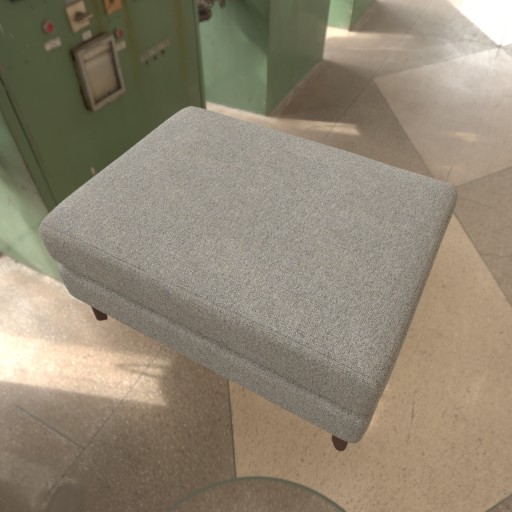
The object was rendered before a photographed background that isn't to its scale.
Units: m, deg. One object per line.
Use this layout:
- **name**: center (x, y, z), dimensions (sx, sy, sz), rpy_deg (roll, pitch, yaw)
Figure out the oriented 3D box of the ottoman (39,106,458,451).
- **ottoman**: center (0.000, 0.000, 1.162), dimensions (0.821, 0.441, 0.611), rpy_deg (23, 52, 19)
